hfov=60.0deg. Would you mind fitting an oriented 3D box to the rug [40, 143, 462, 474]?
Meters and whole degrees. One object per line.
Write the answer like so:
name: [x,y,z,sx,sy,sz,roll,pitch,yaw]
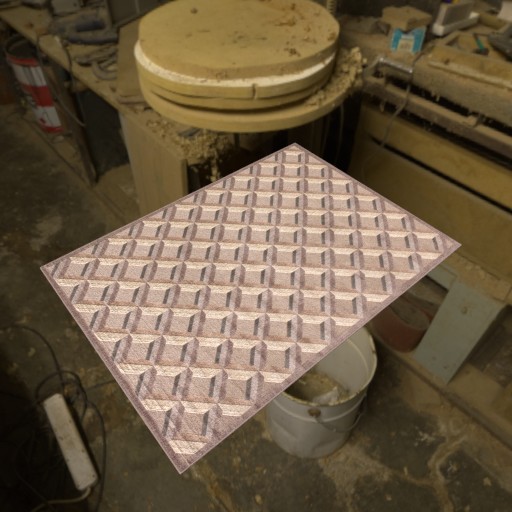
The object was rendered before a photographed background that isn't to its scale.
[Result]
rug: [0.000,0.000,4.252,3.294,0.018,2.382,-31,54,-26]
